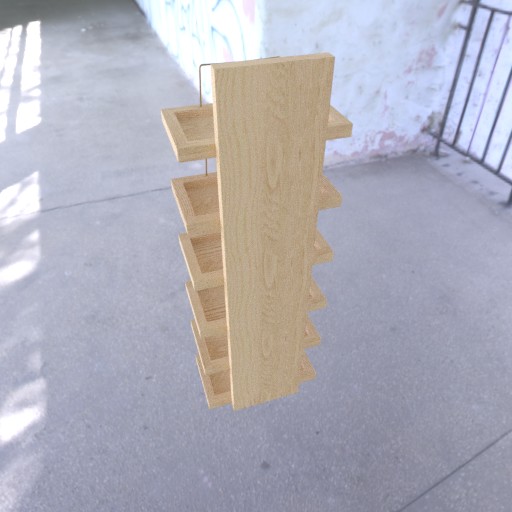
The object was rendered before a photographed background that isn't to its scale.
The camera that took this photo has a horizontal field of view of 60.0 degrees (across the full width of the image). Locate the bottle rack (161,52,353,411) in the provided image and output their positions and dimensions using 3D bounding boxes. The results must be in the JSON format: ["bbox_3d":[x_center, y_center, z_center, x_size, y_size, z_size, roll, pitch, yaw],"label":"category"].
[{"bbox_3d":[0.000,0.000,1.061,0.330,0.943,0.206,-12,42,-14],"label":"bottle rack"}]
